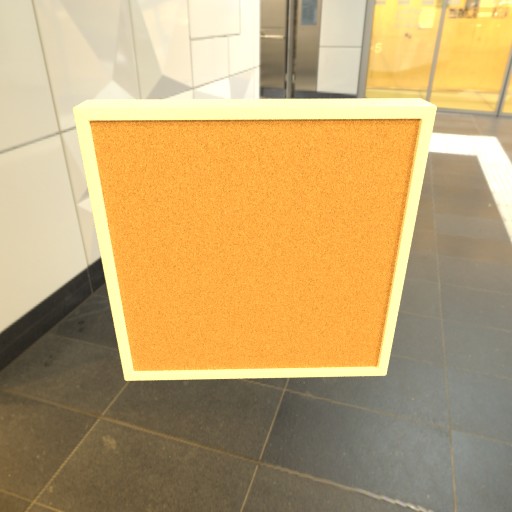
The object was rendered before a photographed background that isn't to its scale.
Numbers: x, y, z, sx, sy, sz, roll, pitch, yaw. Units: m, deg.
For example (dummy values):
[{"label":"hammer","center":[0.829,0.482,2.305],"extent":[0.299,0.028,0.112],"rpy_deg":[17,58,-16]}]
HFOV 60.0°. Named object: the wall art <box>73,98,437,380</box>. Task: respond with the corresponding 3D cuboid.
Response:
[{"label":"wall art","center":[0.000,0.000,0.459],"extent":[0.305,0.305,0.038],"rpy_deg":[-1,29,-1]}]
